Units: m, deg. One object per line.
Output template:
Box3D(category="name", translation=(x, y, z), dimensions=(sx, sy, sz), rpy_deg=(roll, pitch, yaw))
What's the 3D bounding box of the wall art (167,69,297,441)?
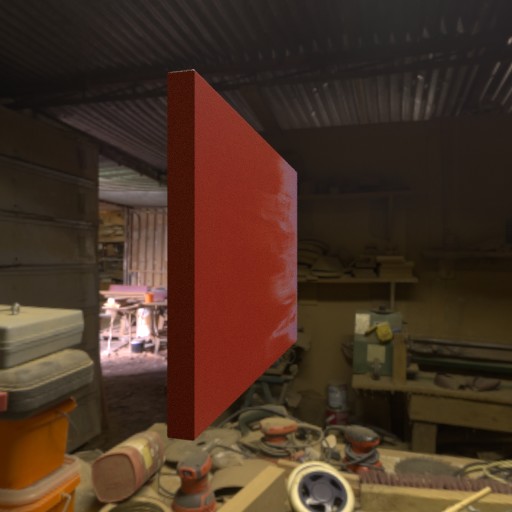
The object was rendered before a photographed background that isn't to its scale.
Box3D(category="wall art", translation=(0.000, 0.000, 0.779), dimensions=(0.033, 0.405, 0.607), rpy_deg=(0, 0, 16))
